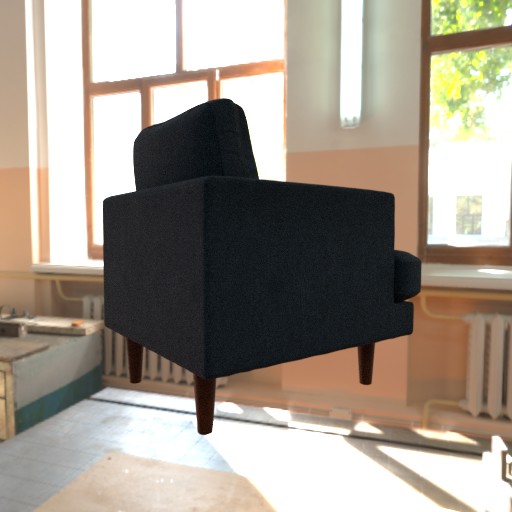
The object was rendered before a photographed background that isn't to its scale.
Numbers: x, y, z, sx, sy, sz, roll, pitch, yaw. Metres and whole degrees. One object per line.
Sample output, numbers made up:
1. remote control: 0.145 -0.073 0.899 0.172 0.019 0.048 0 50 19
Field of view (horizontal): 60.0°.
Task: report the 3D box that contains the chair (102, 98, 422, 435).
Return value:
1. chair: 0.000 0.000 1.675 0.899 0.957 0.858 -2 4 -36
